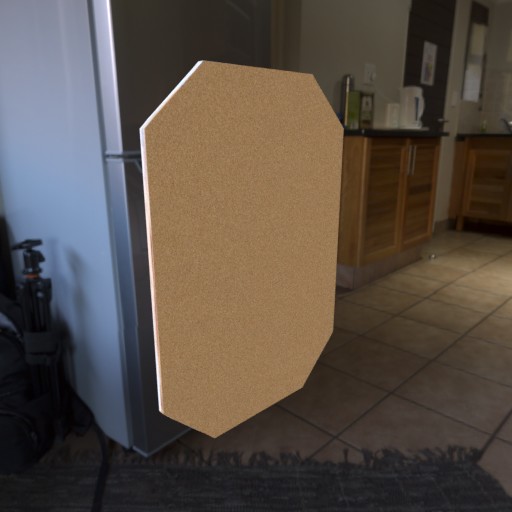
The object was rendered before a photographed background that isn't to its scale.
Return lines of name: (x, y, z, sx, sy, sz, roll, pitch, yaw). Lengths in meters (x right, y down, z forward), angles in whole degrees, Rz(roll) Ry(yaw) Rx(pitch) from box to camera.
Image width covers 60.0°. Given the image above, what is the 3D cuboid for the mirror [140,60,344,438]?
mirror: (0.000, 0.000, 1.297, 0.709, 1.015, 0.061, -15, 22, -41)
